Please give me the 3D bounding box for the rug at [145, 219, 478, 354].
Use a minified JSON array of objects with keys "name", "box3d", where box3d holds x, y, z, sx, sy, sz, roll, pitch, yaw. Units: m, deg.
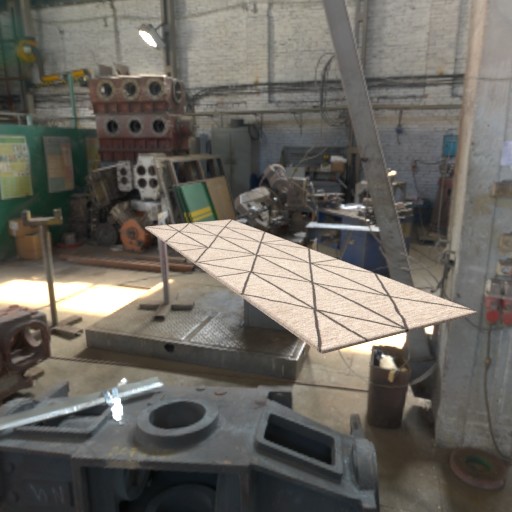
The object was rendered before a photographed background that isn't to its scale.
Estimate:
[{"name":"rug","box3d":[0.000,0.000,2.661,0.762,0.012,2.438,-7,16,-26]}]
